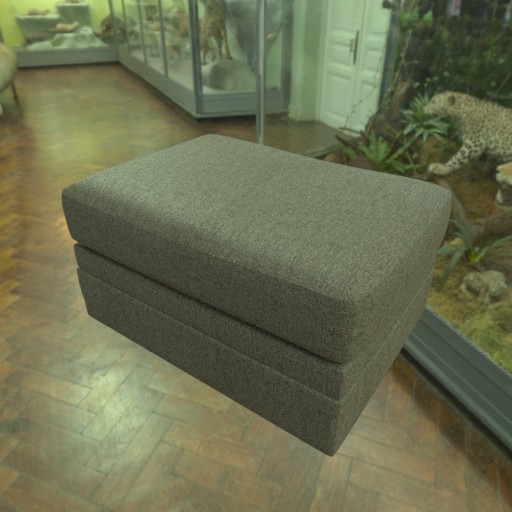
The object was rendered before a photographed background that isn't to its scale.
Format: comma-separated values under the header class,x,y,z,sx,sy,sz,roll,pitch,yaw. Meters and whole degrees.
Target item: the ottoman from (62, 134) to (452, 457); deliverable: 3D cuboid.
class,x,y,z,sx,sy,sz,roll,pitch,yaw
ottoman,0.000,0.000,1.258,0.885,0.478,0.637,20,37,30
